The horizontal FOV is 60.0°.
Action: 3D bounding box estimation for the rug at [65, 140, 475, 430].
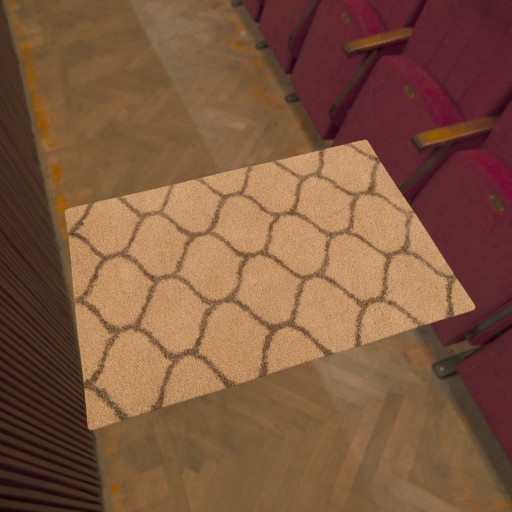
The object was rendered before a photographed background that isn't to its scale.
[{"bbox_3d":[0.000,0.000,3.372,2.701,0.026,1.801,-15,58,-9],"label":"rug"}]
